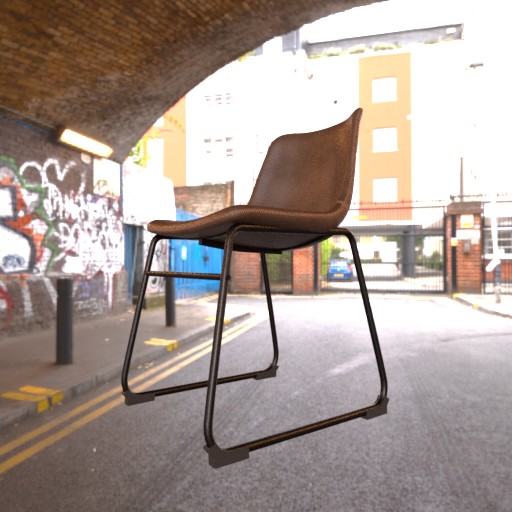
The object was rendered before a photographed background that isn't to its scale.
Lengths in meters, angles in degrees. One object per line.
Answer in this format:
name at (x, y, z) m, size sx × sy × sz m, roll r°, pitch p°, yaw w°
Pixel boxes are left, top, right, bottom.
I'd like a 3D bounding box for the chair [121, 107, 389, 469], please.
chair at (0.000, 0.000, 1.146) m, size 0.551 × 0.780 × 0.460 m, roll 1°, pitch -1°, yaw -36°
